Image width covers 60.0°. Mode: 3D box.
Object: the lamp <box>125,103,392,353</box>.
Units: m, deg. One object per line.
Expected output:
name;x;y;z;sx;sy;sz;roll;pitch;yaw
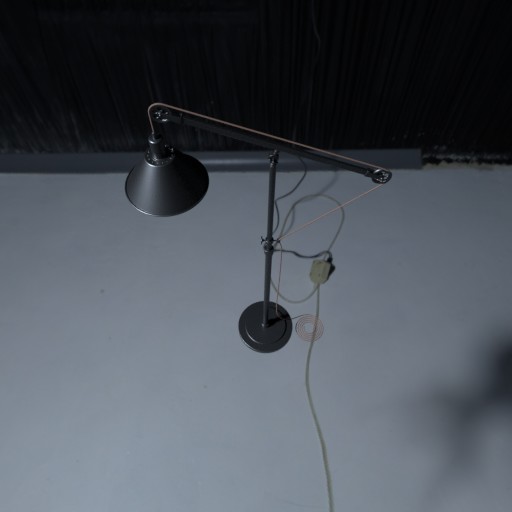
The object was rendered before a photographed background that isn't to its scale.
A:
lamp;0.000;0.000;1.932;0.904;1.626;0.319;1;59;1
